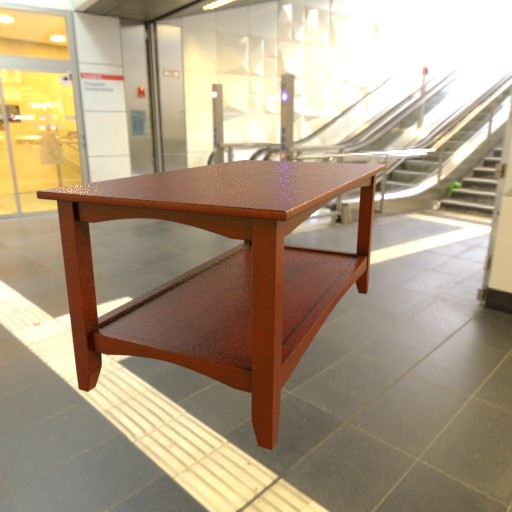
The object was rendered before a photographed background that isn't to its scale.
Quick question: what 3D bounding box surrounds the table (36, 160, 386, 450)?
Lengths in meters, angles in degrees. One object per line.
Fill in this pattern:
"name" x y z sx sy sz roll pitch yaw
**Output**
"table" 0.000 0.000 1.250 0.533 0.456 0.943 7 18 24
